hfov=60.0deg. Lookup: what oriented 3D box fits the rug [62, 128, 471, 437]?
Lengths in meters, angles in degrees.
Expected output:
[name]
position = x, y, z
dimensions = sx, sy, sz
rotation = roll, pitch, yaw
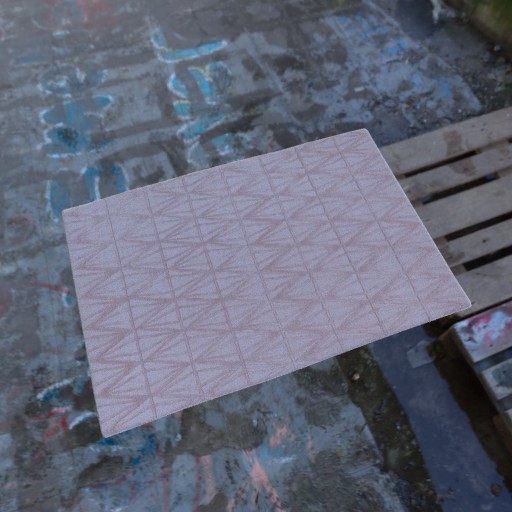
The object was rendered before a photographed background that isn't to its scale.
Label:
[rug]
position = 0.000, 0.000, 2.305
dimensions = 1.837, 0.025, 1.230
rotation = -17, 65, -8
